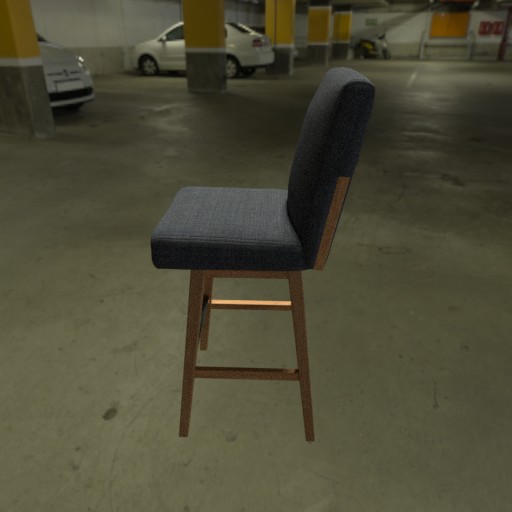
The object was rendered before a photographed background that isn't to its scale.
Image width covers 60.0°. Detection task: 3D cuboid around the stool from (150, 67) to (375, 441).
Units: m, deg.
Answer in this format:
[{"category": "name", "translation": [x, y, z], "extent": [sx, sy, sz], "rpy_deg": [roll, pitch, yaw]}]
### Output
[{"category": "stool", "translation": [0.000, 0.000, 1.427], "extent": [0.570, 1.112, 0.483], "rpy_deg": [1, 26, 2]}]
